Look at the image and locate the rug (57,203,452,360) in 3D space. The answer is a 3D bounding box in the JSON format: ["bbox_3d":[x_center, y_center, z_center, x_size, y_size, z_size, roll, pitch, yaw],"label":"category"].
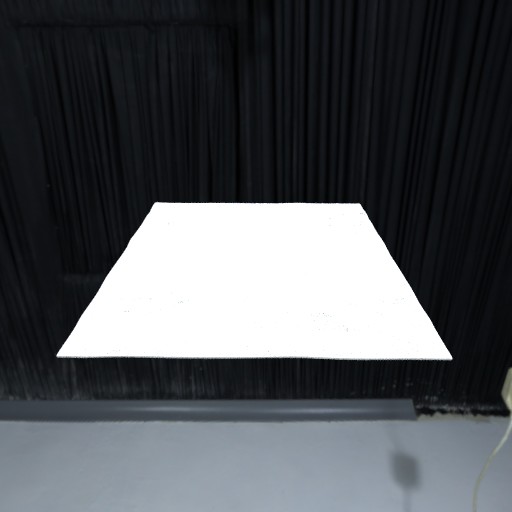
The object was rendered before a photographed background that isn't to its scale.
[{"bbox_3d":[0.000,0.000,0.897,0.548,0.006,0.639,0,26,1],"label":"rug"}]
